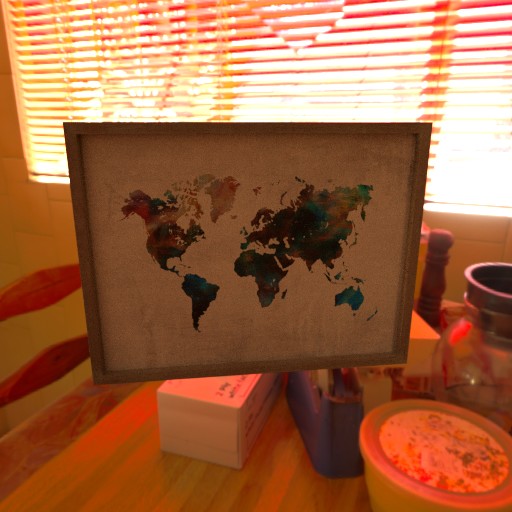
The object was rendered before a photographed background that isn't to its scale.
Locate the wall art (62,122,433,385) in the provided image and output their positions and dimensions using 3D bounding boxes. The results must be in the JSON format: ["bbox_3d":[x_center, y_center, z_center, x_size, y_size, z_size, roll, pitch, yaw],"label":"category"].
[{"bbox_3d":[0.000,0.000,1.744,1.320,1.009,0.070,-2,17,-7],"label":"wall art"}]
